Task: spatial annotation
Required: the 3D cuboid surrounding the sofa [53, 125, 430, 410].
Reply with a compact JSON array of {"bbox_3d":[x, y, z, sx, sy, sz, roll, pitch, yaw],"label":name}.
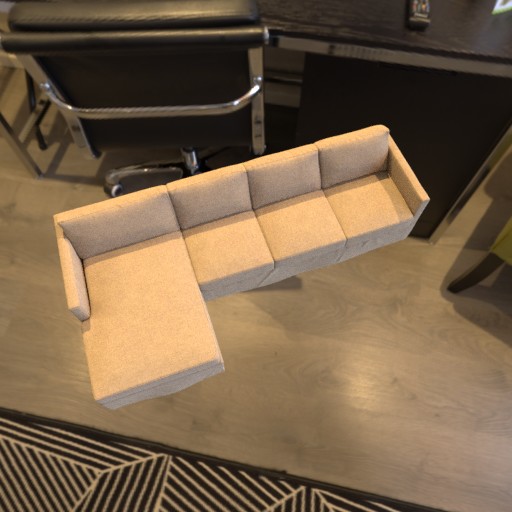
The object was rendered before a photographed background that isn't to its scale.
[{"bbox_3d":[0.000,0.000,3.951,3.198,0.920,1.638,-17,64,-9],"label":"sofa"}]
